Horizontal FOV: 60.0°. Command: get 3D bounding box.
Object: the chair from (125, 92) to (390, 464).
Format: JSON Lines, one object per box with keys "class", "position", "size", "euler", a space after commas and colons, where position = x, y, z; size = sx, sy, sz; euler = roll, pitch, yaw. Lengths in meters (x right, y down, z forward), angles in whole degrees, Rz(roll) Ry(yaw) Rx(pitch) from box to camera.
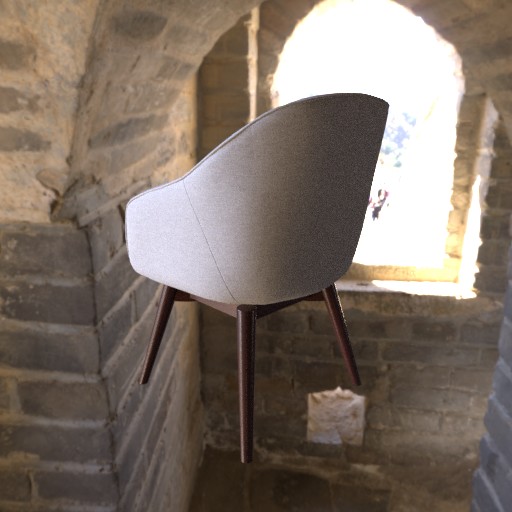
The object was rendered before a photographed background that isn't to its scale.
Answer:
{"class": "chair", "position": [0.000, 0.000, 1.232], "size": [0.596, 0.823, 0.635], "euler": [-15, 22, -42]}
